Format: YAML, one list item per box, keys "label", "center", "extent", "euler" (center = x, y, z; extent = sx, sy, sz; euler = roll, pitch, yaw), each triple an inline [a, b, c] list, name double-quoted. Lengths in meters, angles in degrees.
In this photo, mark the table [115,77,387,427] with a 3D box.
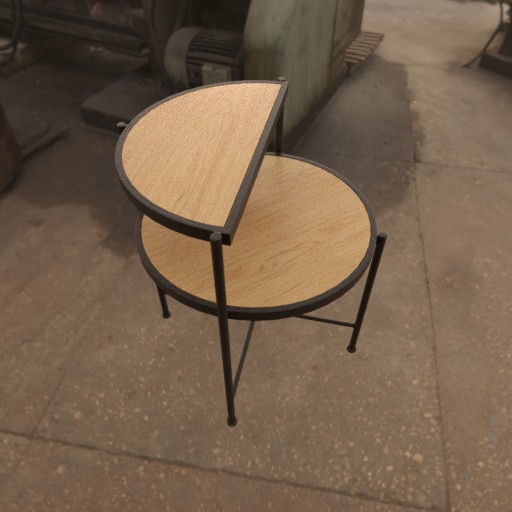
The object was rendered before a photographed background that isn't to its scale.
- label: "table"
  center: [0.000, 0.000, 1.161]
  extent: [0.628, 0.684, 0.629]
  euler: [9, 46, 9]
